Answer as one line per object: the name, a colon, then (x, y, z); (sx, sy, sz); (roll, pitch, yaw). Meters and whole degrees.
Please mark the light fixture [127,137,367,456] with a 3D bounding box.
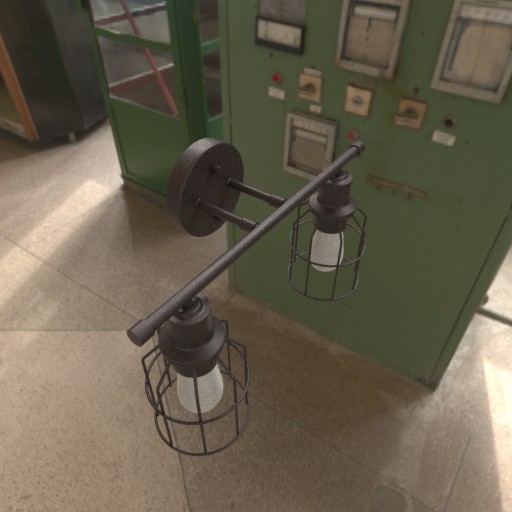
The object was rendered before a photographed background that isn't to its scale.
light fixture: (0.000, 0.000, 0.539); (0.165, 0.254, 0.406); (26, 47, 26)
